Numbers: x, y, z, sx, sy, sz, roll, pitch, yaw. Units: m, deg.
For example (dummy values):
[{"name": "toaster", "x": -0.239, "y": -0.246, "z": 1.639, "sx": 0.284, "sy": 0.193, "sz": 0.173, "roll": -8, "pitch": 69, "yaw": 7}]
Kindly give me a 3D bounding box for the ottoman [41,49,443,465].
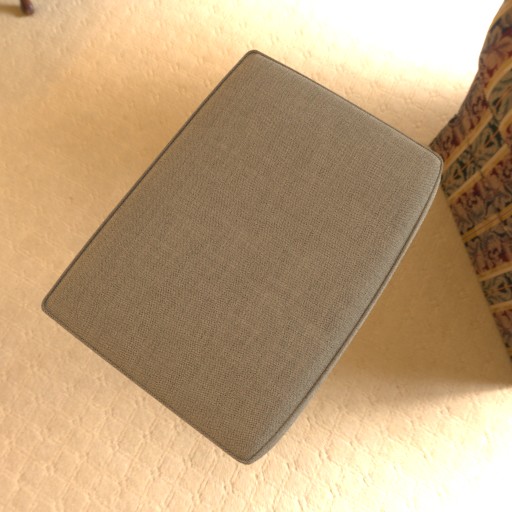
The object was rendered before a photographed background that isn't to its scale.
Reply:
[{"name": "ottoman", "x": 0.000, "y": 0.000, "z": 1.069, "sx": 0.555, "sy": 0.458, "sz": 0.750, "roll": 34, "pitch": 78, "yaw": 8}]
